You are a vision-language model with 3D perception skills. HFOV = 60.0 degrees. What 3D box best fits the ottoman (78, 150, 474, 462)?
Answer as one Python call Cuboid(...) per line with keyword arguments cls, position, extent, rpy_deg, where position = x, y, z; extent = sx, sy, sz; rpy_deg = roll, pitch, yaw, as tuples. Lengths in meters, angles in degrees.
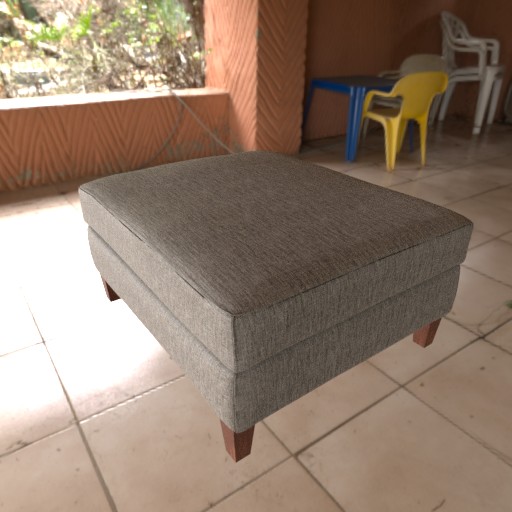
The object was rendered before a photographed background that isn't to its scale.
Cuboid(cls="ottoman", position=(0.000, 0.000, 1.462), extent=(0.839, 0.492, 0.994), rpy_deg=(-18, 33, -31))
